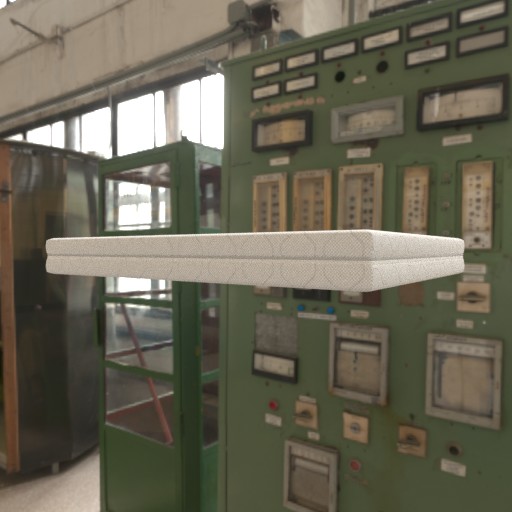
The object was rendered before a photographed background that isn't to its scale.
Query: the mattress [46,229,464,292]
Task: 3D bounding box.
[{"bbox_3d":[0.000,0.000,2.492,1.900,0.200,1.400,1,1,36],"label":"mattress"}]
